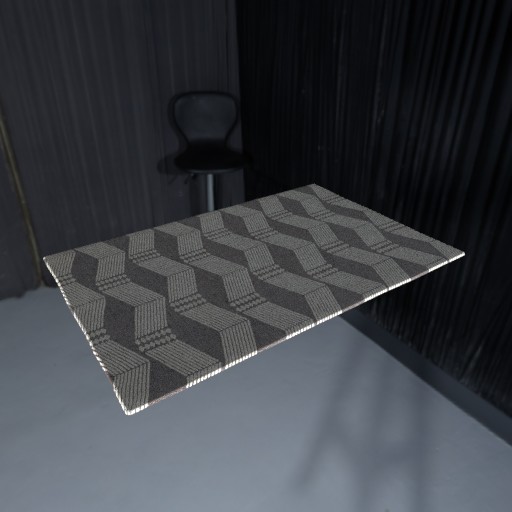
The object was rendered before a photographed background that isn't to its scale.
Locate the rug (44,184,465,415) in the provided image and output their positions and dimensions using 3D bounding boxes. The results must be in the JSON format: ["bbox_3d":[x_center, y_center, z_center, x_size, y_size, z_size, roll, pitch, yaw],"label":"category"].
[{"bbox_3d":[0.000,0.000,2.299,1.833,0.016,1.210,-19,35,-29],"label":"rug"}]
